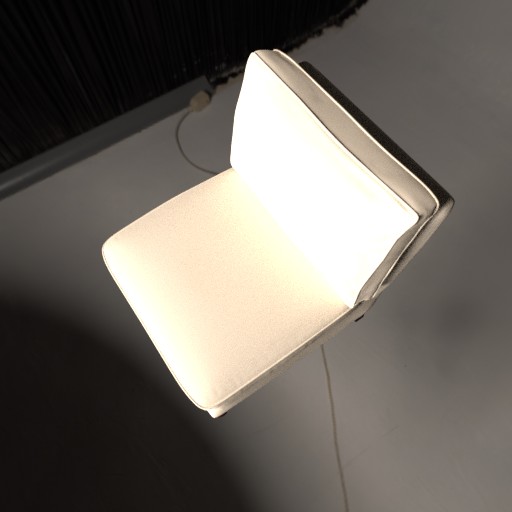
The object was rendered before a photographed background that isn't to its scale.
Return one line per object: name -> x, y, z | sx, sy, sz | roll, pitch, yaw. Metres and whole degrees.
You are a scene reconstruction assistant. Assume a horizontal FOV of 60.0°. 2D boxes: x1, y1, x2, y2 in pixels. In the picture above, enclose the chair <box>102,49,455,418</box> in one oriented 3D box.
chair -> 0.000, 0.000, 1.360 | 0.781, 0.887, 0.630 | -32, 68, -14
